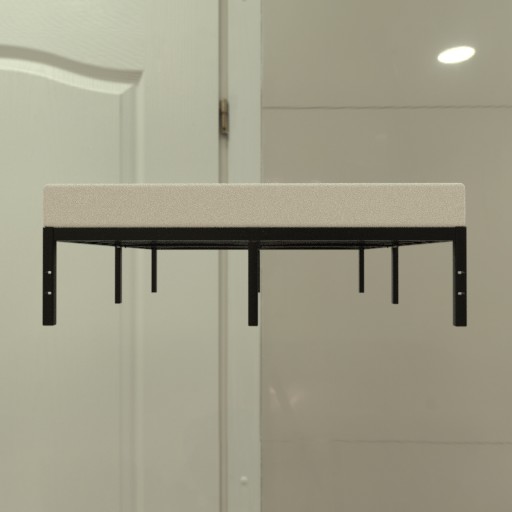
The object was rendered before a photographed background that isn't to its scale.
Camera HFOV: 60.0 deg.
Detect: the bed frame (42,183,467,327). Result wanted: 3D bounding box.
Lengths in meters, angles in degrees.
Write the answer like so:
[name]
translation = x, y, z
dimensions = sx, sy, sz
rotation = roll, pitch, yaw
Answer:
[bed frame]
translation = 0.000, 0.000, 3.066
dimensions = 1.963, 0.659, 2.079
rotation = 0, 0, 1
